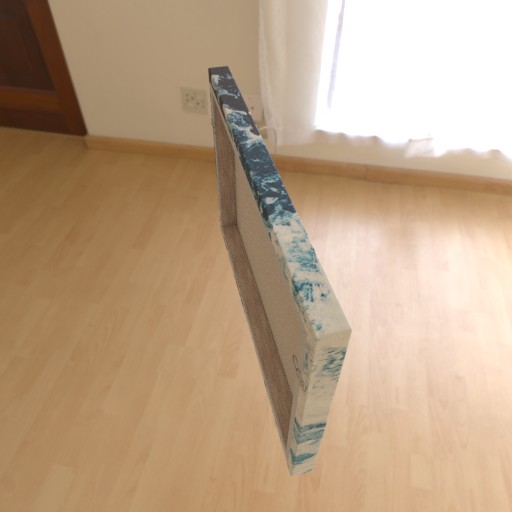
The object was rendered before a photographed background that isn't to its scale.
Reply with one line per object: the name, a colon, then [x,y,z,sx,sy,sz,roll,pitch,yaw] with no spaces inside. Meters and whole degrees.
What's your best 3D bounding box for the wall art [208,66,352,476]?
wall art: [0.000,0.000,0.773,0.043,0.407,0.609,-10,47,-9]
